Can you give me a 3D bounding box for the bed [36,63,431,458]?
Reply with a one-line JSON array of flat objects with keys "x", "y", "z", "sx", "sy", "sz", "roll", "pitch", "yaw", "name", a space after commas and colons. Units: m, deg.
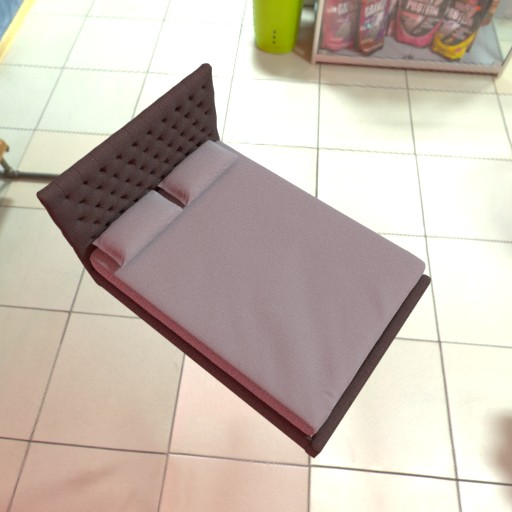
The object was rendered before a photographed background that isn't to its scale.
[{"x": 0.000, "y": 0.000, "z": 3.445, "sx": 2.387, "sy": 1.427, "sz": 1.698, "roll": 34, "pitch": 66, "yaw": 18, "name": "bed"}]
